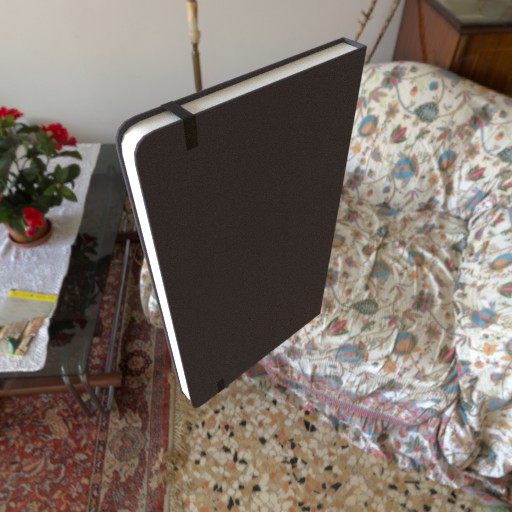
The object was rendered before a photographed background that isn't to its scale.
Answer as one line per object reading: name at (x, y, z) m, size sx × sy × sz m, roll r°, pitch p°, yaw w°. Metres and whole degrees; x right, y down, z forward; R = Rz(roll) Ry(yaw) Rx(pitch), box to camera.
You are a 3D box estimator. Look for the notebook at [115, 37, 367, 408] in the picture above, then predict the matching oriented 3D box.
notebook at (0.000, 0.000, 0.261) m, size 0.127 × 0.213 × 0.016 m, roll -32°, pitch 54°, yaw -27°
